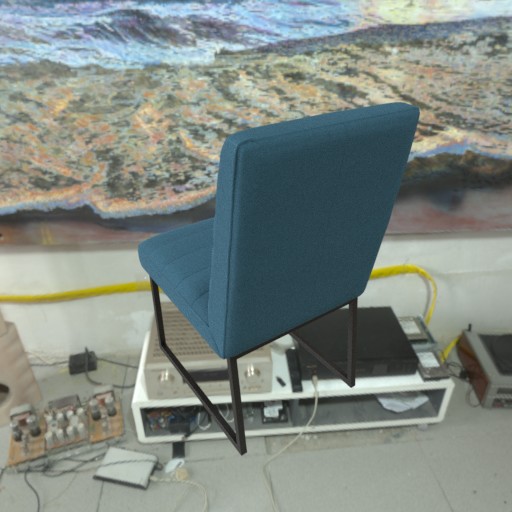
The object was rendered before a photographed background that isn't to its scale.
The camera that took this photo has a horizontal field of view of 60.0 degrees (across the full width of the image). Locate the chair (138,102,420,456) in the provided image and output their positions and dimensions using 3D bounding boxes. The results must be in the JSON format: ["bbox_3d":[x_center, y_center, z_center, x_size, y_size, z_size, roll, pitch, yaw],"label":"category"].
[{"bbox_3d":[0.000,0.000,1.331,0.520,0.930,0.634,-20,36,-30],"label":"chair"}]
